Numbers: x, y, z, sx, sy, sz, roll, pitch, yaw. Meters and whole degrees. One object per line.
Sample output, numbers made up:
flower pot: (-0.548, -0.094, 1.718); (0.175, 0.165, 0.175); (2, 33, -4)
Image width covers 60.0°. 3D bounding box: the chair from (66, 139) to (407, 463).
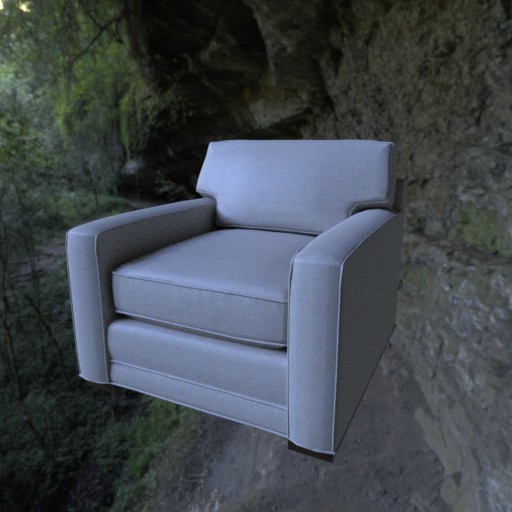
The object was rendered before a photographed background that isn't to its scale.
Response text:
chair: (0.000, 0.000, 1.793); (0.998, 0.913, 1.043); (7, 16, 25)
